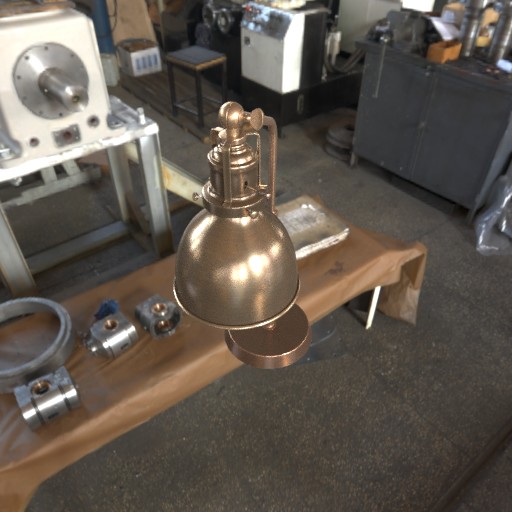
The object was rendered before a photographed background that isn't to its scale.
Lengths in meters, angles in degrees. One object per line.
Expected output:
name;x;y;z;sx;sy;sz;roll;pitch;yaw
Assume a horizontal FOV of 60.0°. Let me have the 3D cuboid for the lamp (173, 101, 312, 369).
lamp;0.000;0.000;0.581;0.153;0.456;0.286;12;42;14
